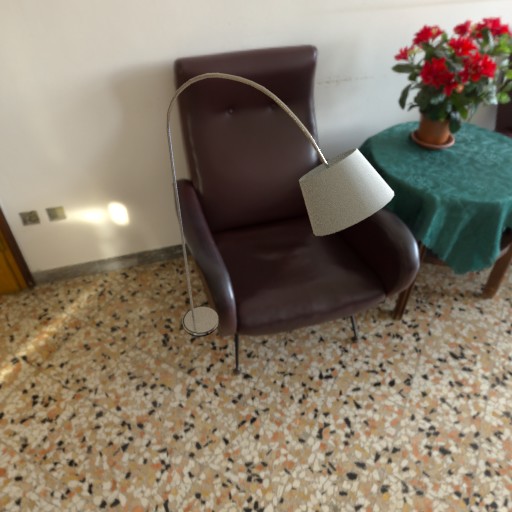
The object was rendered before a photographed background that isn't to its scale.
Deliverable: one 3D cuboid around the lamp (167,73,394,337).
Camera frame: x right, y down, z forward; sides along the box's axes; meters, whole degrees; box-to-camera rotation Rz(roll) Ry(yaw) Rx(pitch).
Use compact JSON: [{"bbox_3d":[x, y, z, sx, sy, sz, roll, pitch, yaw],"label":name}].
[{"bbox_3d":[0.000,0.000,2.696,1.445,2.098,0.406,27,48,27],"label":"lamp"}]
